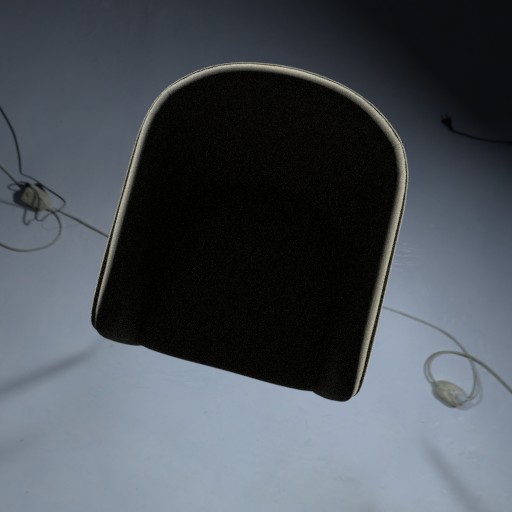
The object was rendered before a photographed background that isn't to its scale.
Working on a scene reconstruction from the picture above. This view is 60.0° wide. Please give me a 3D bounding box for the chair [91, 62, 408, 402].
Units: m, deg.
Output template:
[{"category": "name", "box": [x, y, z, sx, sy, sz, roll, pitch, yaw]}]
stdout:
[{"category": "chair", "box": [0.000, 0.000, 1.187, 0.584, 0.775, 0.616, 14, 76, 4]}]
